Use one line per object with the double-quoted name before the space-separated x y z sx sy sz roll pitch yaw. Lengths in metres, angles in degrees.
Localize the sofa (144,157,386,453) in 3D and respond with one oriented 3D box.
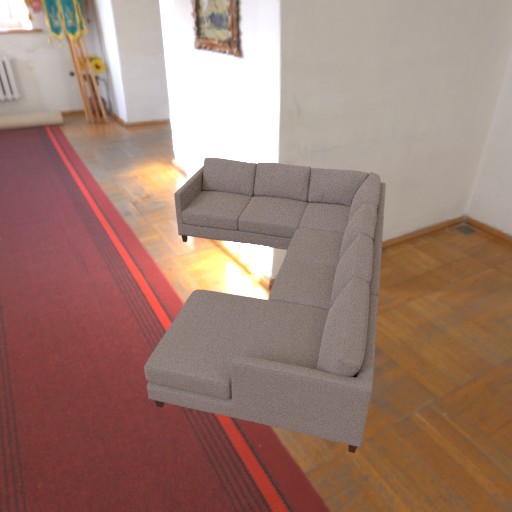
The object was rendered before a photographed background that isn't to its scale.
"sofa" 0.000 0.000 4.514 2.424 0.865 3.438 8 33 13
